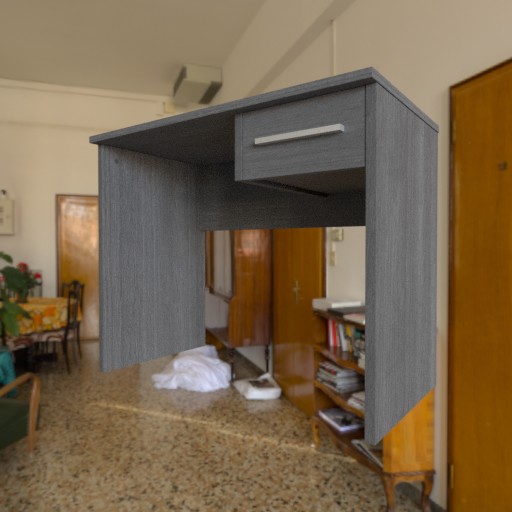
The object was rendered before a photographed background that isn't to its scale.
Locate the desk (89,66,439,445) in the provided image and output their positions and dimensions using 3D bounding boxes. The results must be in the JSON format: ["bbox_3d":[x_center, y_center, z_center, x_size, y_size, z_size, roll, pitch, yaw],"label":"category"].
[{"bbox_3d":[0.000,0.000,1.296,0.893,0.724,0.498,1,1,36],"label":"desk"}]
